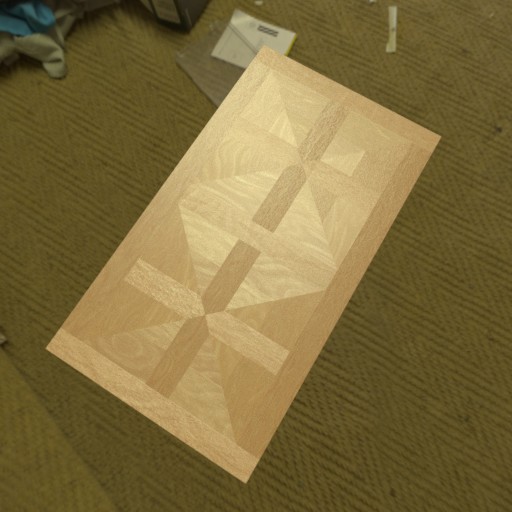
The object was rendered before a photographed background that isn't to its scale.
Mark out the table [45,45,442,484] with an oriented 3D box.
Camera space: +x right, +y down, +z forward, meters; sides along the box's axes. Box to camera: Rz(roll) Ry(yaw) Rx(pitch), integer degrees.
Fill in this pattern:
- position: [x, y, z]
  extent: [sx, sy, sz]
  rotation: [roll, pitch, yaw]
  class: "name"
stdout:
- position: [0.000, 0.000, 1.671]
  extent: [0.711, 0.507, 1.270]
  rotation: [31, 77, 8]
  class: "table"
